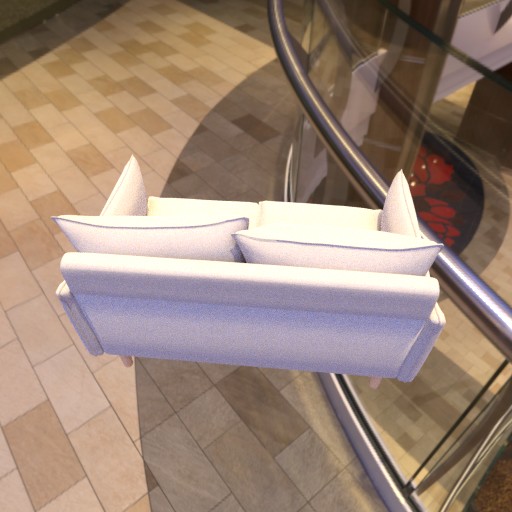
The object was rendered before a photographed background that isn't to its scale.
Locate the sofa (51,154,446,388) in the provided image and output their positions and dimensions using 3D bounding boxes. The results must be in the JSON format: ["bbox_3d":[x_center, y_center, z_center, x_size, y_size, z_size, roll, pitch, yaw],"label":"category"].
[{"bbox_3d":[0.000,0.000,1.833,1.300,0.840,0.820,4,47,4],"label":"sofa"}]
